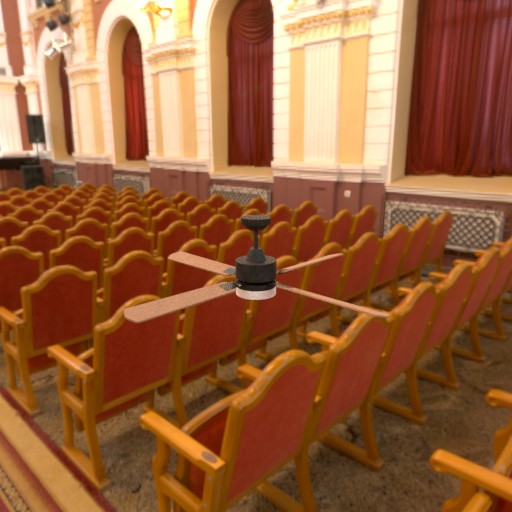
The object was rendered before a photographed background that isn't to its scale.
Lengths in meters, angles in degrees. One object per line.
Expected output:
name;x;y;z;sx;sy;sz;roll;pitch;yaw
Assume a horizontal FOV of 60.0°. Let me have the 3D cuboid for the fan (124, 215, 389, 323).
fan;0.000;0.000;2.007;1.320;0.355;1.320;14;19;43
